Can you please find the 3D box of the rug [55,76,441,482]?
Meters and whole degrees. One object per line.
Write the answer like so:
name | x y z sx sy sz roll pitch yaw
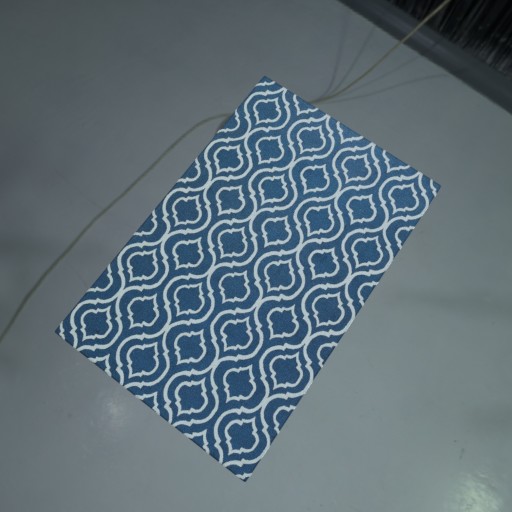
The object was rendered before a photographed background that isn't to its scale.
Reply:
rug | 0.000 0.000 2.234 1.143 0.010 1.753 35 78 8
